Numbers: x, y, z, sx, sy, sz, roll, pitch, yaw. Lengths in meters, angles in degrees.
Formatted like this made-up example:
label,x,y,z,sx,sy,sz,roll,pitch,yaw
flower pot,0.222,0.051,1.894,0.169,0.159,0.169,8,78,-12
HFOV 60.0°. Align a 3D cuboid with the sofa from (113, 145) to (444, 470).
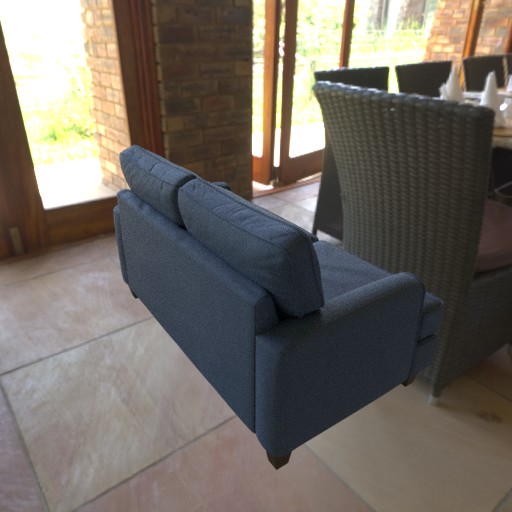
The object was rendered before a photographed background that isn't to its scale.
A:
label,x,y,z,sx,sy,sz,roll,pitch,yaw
sofa,0.000,0.000,2.280,0.965,0.965,1.651,-17,32,-30
